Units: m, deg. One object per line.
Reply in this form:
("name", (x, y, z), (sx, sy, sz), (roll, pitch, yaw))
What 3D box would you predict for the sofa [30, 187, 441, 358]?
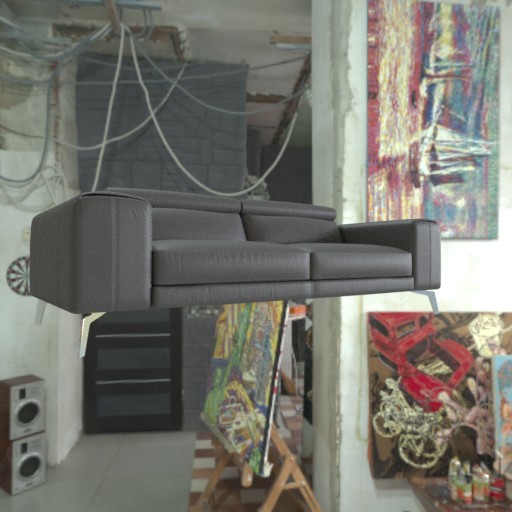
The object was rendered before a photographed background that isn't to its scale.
("sofa", (0.000, 0.000, 2.673), (2.321, 0.759, 1.023), (0, 0, -35))
